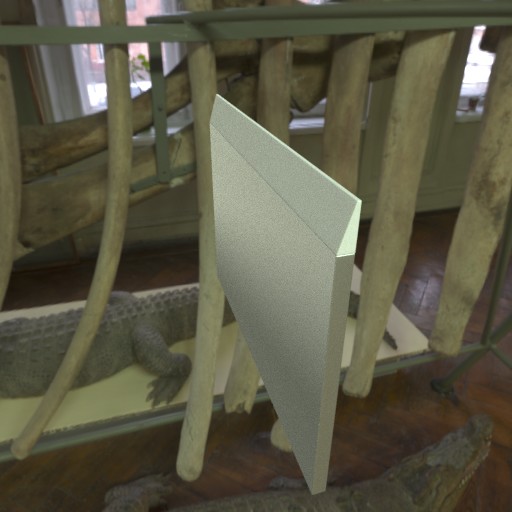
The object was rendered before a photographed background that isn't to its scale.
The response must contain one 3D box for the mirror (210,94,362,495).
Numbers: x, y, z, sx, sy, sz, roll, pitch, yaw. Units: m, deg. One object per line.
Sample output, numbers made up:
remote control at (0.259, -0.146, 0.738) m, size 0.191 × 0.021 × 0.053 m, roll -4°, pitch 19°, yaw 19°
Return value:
mirror at (0.000, 0.000, 1.102) m, size 0.030 × 0.630 × 0.870 m, roll -8°, pitch 30°, yaw -15°
